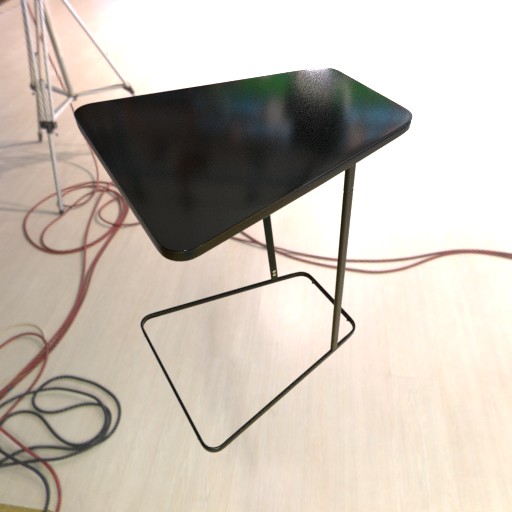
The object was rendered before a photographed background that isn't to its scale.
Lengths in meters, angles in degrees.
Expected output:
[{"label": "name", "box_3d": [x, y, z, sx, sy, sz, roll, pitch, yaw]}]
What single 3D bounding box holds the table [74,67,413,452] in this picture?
[{"label": "table", "box_3d": [0.000, 0.000, 0.953, 0.500, 0.624, 0.427, -24, 50, -21]}]
